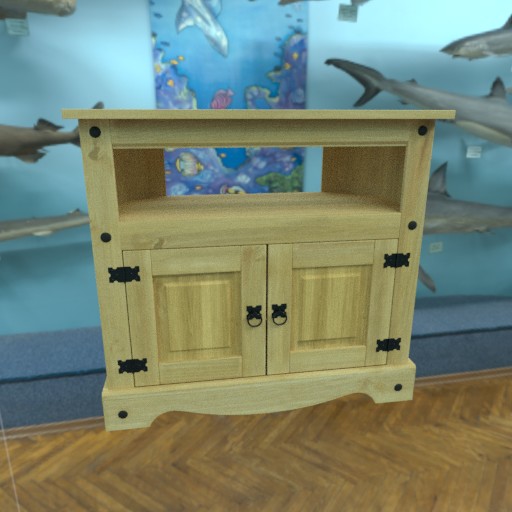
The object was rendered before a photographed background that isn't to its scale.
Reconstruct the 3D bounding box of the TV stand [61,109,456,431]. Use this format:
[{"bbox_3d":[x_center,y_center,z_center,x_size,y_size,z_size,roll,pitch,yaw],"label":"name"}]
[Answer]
[{"bbox_3d":[0.000,0.000,1.258,0.851,0.781,0.425,-3,17,-9],"label":"TV stand"}]
